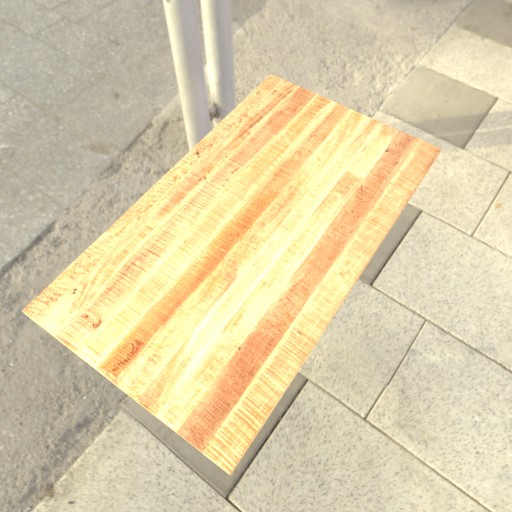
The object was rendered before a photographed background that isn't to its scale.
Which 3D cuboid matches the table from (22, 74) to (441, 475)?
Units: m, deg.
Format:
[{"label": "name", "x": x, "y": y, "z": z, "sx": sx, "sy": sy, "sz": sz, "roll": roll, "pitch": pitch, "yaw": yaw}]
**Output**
[{"label": "table", "x": 0.000, "y": 0.000, "z": 1.666, "sx": 0.760, "sy": 0.455, "sz": 1.320, "roll": 31, "pitch": 63, "yaw": 17}]
